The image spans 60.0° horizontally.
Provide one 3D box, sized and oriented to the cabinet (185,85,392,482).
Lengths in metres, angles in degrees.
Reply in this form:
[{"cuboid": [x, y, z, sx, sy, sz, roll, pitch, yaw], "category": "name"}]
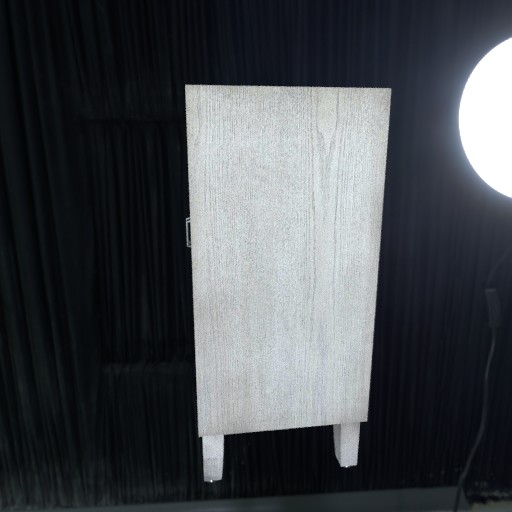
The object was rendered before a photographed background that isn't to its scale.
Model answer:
[{"cuboid": [0.000, 0.000, 1.212, 0.370, 0.787, 0.781, -2, 15, -8], "category": "cabinet"}]
